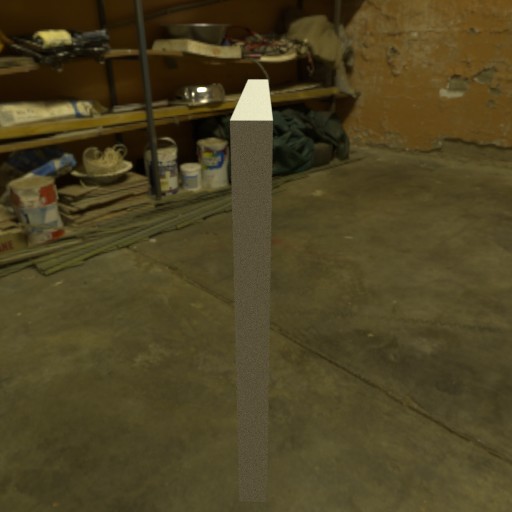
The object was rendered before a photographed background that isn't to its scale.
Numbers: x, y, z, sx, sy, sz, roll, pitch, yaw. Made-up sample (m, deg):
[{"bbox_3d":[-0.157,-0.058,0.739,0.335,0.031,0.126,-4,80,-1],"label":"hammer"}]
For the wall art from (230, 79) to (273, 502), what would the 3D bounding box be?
[{"bbox_3d":[0.000,0.000,0.728,0.038,0.506,0.506,0,25,1],"label":"wall art"}]
